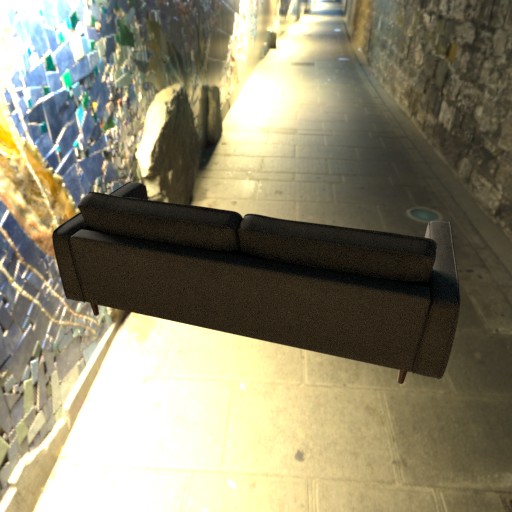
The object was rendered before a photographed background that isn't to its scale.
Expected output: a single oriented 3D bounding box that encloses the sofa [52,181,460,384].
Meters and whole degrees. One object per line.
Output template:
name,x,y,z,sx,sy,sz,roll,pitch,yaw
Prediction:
sofa,0.000,0.000,2.752,2.295,0.813,0.923,9,32,15
